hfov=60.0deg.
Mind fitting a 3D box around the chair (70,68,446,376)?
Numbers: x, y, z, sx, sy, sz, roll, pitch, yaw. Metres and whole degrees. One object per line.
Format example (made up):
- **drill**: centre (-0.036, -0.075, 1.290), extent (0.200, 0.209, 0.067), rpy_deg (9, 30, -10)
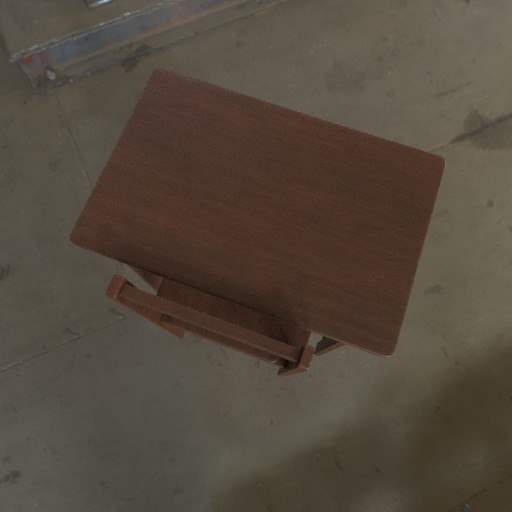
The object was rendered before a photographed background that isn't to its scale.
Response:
- **chair**: centre (0.000, 0.000, 1.061), extent (0.599, 0.673, 0.463), rpy_deg (19, 75, 5)
